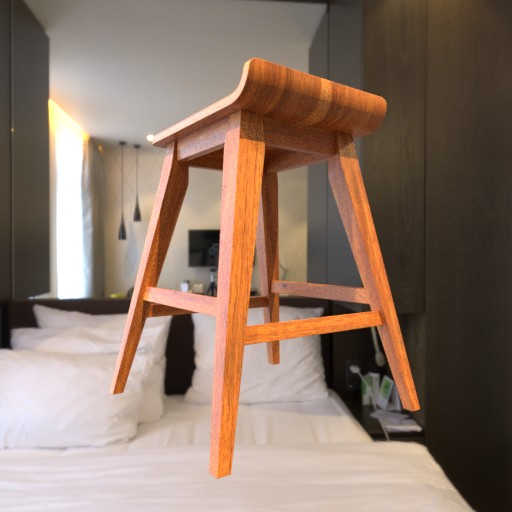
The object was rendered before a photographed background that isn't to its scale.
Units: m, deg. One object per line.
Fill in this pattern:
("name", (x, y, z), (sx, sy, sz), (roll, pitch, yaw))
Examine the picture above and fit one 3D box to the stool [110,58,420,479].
("stool", (0.000, 0.000, 0.997), (0.500, 0.650, 0.500), (0, 1, -36))
